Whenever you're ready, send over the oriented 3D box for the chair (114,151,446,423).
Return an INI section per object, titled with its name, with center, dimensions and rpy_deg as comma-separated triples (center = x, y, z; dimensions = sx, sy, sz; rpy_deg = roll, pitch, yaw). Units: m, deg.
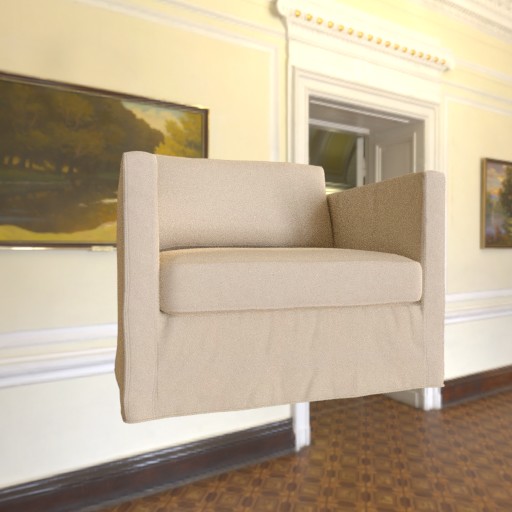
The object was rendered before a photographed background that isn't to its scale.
[chair]
center = 0.000, 0.000, 1.730
dimensions = 1.057, 0.851, 0.947
rpy_deg = 0, 1, -18
